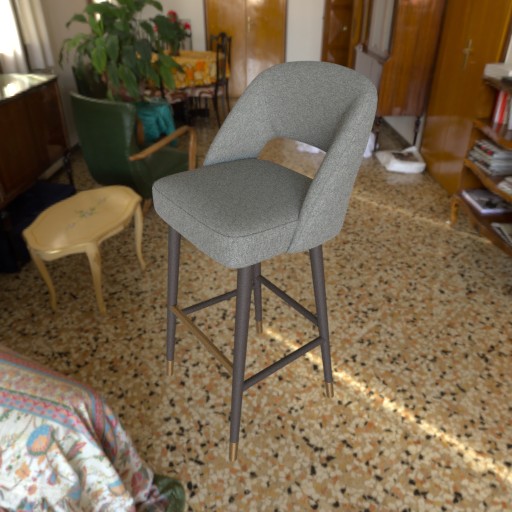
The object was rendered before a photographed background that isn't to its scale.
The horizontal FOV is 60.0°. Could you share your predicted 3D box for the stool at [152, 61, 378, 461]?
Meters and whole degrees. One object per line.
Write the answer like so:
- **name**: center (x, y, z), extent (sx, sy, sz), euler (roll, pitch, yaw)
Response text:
- **stool**: center (0.000, 0.000, 1.391), extent (0.524, 1.089, 0.536), euler (-20, 36, -30)
